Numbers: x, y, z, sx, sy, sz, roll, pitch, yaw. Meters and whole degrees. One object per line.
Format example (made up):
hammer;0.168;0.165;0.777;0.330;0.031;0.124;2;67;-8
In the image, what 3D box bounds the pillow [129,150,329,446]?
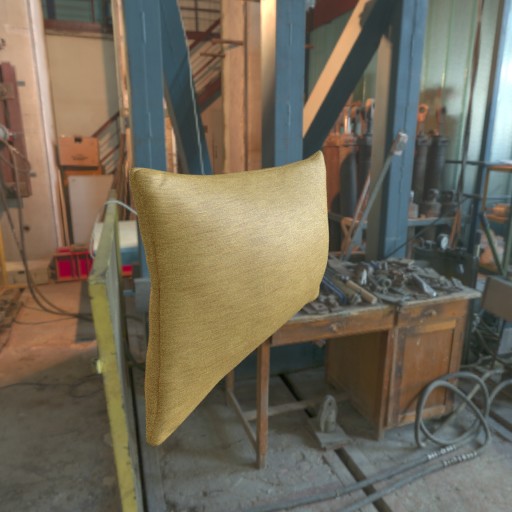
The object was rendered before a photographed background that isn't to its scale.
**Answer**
pillow;0.000;0.000;0.794;0.210;0.354;0.634;7;17;26
